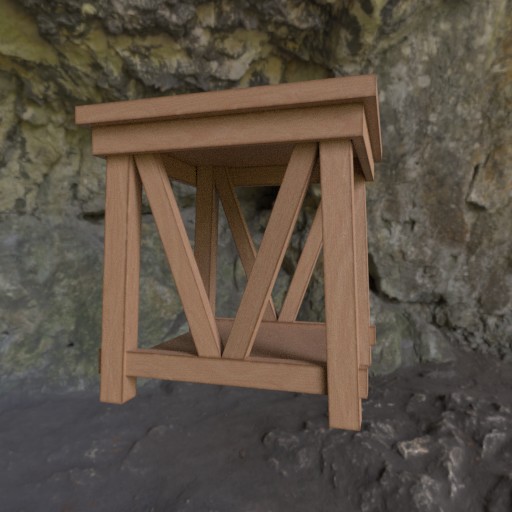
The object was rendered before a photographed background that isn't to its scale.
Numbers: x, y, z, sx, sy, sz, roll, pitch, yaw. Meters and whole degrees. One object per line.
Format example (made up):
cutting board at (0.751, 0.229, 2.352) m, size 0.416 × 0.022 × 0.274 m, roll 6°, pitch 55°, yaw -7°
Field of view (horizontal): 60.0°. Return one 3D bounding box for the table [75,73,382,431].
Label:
table at (0.000, 0.000, 1.142) m, size 0.612 × 0.638 × 0.610 m, roll 0°, pitch 1°, yaw 17°
